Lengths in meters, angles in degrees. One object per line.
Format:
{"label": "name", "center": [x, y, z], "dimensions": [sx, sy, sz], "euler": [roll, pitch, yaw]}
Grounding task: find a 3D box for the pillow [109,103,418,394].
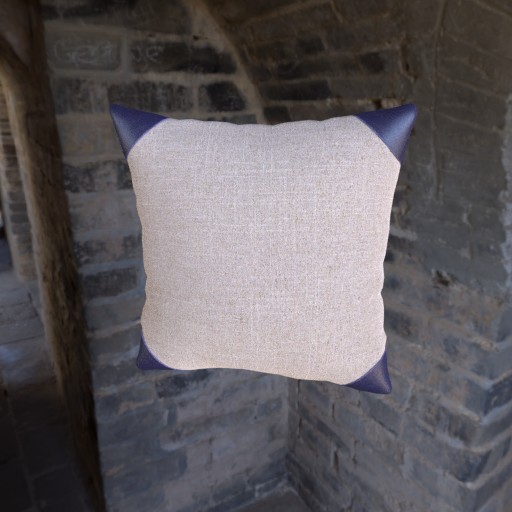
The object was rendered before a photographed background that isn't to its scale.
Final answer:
{"label": "pillow", "center": [0.000, 0.000, 0.677], "dimensions": [0.440, 0.441, 0.147], "euler": [3, 18, 9]}
